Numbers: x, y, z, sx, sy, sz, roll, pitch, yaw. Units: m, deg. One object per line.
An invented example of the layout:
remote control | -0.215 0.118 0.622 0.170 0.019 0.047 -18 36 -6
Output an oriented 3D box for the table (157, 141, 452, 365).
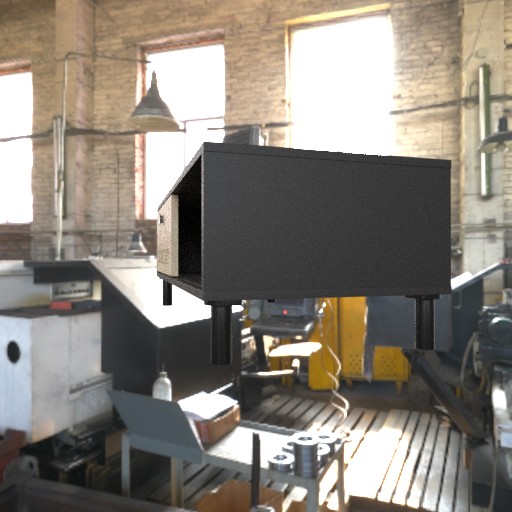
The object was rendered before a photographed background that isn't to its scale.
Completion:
table | 0.000 0.000 1.380 0.550 0.400 1.100 0 0 -17
